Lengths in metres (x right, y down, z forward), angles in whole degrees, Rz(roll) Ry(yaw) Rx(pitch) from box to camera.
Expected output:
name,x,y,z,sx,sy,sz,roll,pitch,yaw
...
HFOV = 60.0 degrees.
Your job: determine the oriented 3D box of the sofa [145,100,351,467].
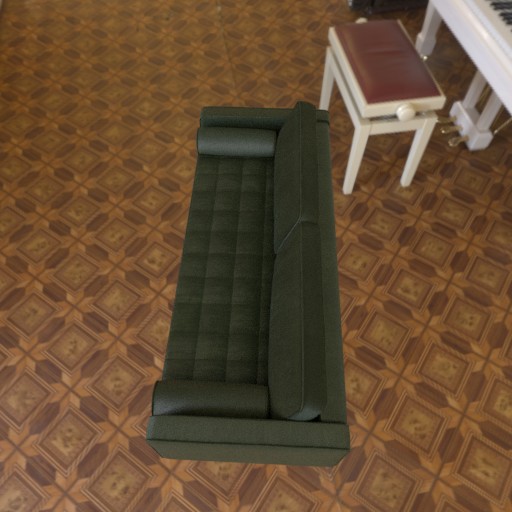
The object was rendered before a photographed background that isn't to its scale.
name,x,y,z,sx,sy,sz,roll,pitch,yaw
sofa,0.000,0.000,2.640,0.918,0.769,2.199,2,57,1
